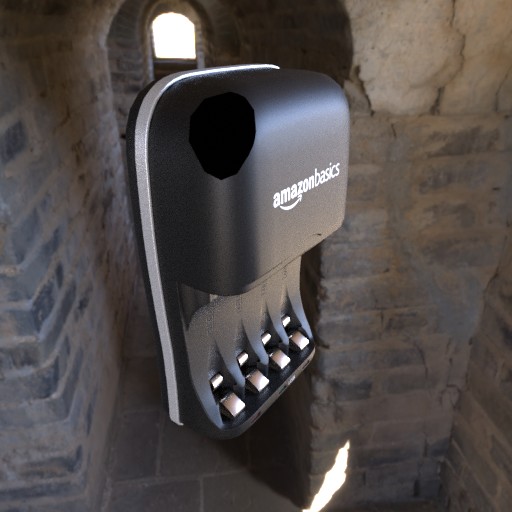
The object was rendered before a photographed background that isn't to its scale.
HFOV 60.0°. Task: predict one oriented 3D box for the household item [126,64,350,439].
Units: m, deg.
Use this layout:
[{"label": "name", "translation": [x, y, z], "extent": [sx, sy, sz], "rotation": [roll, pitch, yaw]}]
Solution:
[{"label": "household item", "translation": [0.000, 0.000, 0.146], "extent": [0.038, 0.114, 0.070], "rotation": [19, 33, 32]}]
